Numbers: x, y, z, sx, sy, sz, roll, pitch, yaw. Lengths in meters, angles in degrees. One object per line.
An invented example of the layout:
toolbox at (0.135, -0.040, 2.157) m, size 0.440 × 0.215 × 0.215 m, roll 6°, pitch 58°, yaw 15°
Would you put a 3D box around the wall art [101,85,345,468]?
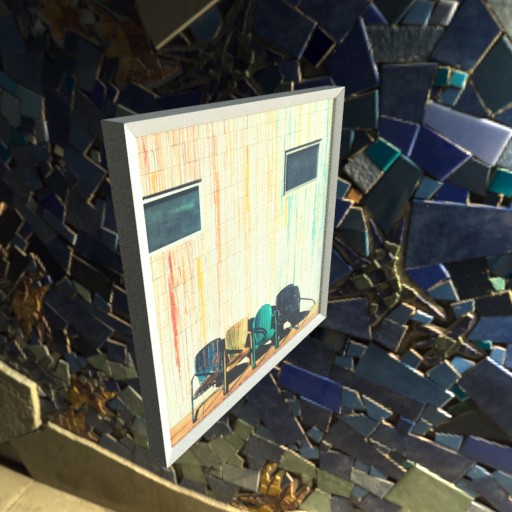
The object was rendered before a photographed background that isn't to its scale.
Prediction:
wall art at (0.000, 0.000, 0.755) m, size 0.037 × 0.508 × 0.508 m, roll 18°, pitch 31°, yaw 32°
